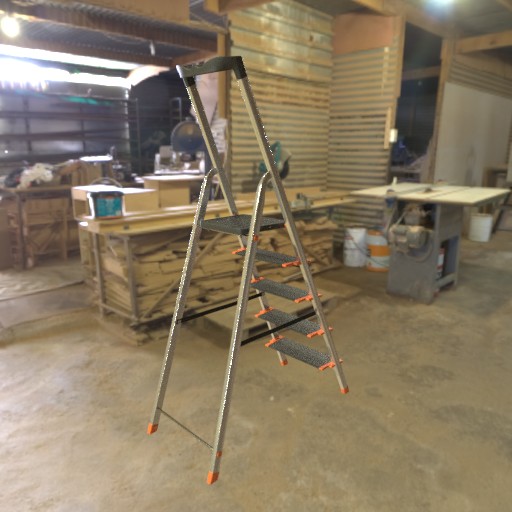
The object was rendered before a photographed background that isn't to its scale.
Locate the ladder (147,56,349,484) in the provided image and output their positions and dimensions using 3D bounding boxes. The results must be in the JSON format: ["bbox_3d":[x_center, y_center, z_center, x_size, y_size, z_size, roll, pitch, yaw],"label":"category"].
[{"bbox_3d":[0.000,0.000,2.090,0.995,1.646,0.480,-14,20,-43],"label":"ladder"}]
